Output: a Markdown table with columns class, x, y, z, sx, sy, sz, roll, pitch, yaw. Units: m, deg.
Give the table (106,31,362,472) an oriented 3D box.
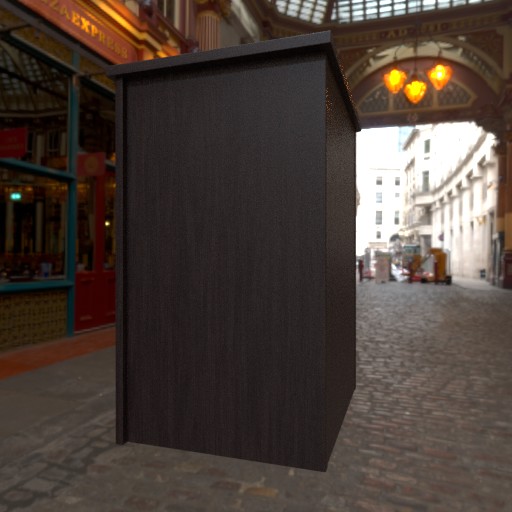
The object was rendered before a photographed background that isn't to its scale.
| class | x | y | z | sx | sy | sz | roll | pitch | yaw |
| --- | --- | --- | --- | --- | --- | --- | --- | --- | --- |
| table | 0.000 | 0.000 | 0.911 | 0.381 | 0.635 | 0.480 | 0 | 0 | 18 |
